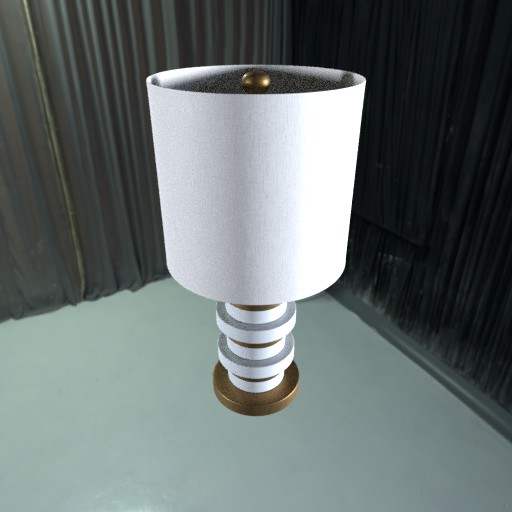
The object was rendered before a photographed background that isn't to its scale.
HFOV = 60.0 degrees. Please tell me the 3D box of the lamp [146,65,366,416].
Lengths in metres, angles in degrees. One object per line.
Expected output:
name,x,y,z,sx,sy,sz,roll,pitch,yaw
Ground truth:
lamp,0.000,0.000,0.530,0.210,0.410,0.210,-17,33,-28
